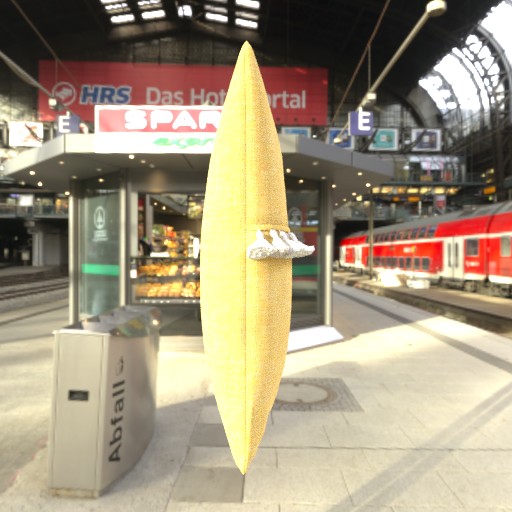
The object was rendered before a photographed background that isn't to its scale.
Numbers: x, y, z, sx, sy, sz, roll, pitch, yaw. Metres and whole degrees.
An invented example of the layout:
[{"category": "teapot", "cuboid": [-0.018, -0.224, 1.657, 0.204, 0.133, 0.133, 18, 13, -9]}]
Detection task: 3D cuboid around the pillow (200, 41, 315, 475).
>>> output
[{"category": "pillow", "cuboid": [0.000, 0.000, 0.725, 0.167, 0.481, 0.485, 0, 0, -1]}]
